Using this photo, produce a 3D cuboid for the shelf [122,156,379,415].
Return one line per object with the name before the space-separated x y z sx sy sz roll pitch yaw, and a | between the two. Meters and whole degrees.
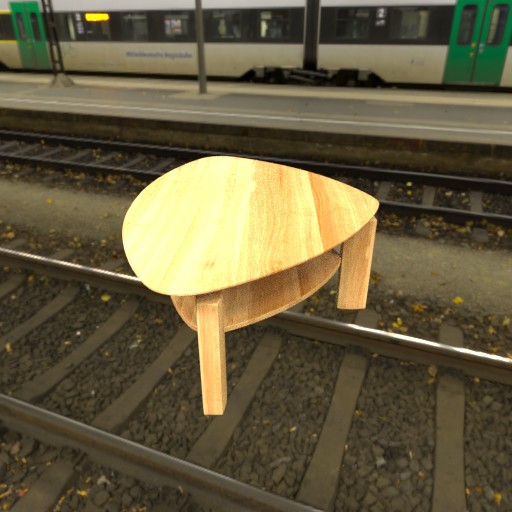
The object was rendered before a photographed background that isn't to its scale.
shelf | 0.000 0.000 1.670 0.863 0.439 1.240 0 27 0
